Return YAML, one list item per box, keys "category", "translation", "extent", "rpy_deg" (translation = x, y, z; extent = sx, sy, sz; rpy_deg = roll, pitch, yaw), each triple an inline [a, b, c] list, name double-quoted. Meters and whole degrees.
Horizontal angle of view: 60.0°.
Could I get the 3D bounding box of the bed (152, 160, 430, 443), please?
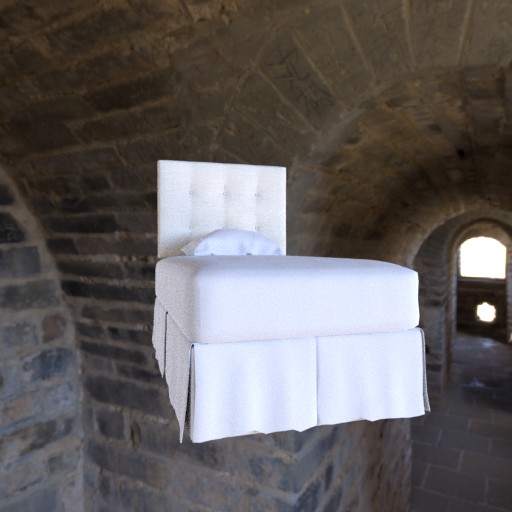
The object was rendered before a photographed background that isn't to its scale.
- category: "bed"
  translation: [0.000, 0.000, 2.964]
  extent: [1.261, 1.571, 1.997]
  rpy_deg: [0, 1, -17]
